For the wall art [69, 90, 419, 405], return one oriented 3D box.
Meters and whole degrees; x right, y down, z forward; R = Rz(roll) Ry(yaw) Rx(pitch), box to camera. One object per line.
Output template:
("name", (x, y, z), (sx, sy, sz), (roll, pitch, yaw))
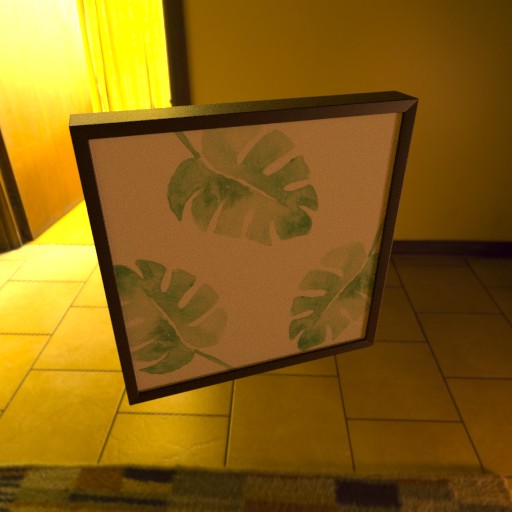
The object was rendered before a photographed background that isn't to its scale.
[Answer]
("wall art", (0.000, 0.000, 0.462), (0.304, 0.304, 0.038), (-10, 33, -16))
